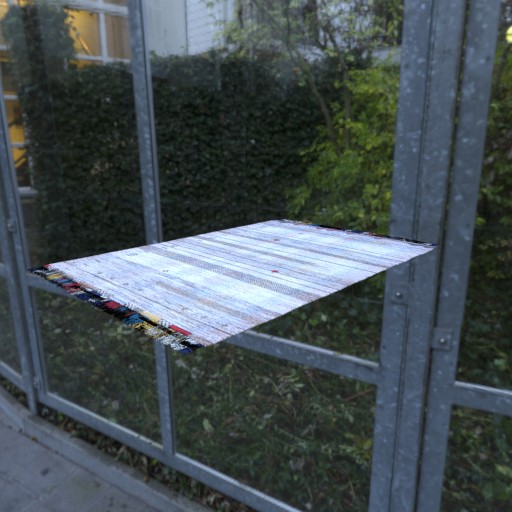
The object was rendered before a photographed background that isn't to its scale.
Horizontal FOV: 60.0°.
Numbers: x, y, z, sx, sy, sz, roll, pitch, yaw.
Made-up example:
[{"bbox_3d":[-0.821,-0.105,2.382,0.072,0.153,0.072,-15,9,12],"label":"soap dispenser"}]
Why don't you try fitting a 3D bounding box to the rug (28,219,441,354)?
[{"bbox_3d":[0.000,0.000,2.295,1.217,0.012,1.848,14,21,42],"label":"rug"}]
